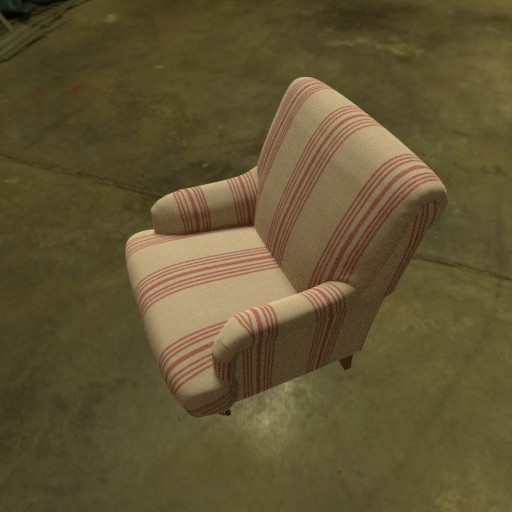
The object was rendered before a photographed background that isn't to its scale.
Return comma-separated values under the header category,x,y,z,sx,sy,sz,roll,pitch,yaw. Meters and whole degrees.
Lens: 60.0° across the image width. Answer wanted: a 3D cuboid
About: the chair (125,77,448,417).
category,x,y,z,sx,sy,sz,roll,pitch,yaw
chair,0.000,0.000,1.897,1.058,1.123,0.933,-18,49,-17
